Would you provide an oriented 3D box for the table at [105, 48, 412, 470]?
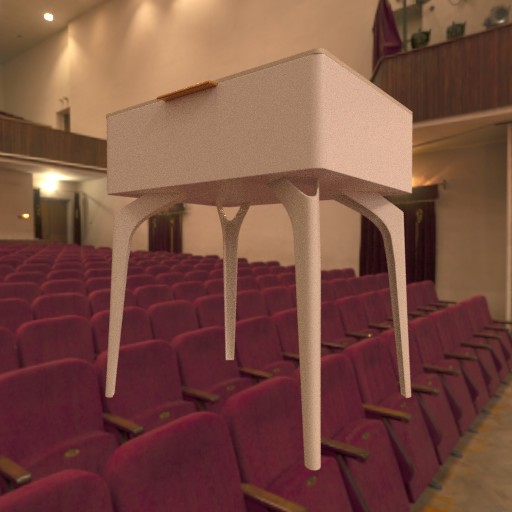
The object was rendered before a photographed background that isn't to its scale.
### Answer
[{"bbox_3d":[0.000,0.000,0.892,0.500,0.570,0.400,1,1,38],"label":"table"}]
